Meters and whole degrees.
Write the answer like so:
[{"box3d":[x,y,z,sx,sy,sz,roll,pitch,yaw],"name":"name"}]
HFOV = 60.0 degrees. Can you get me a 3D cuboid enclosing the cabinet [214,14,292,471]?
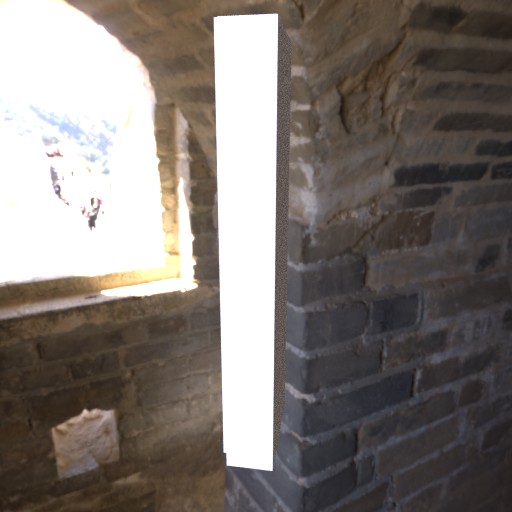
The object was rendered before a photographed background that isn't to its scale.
[{"box3d":[0.000,0.000,1.944,0.230,1.790,0.500,3,16,9],"name":"cabinet"}]
